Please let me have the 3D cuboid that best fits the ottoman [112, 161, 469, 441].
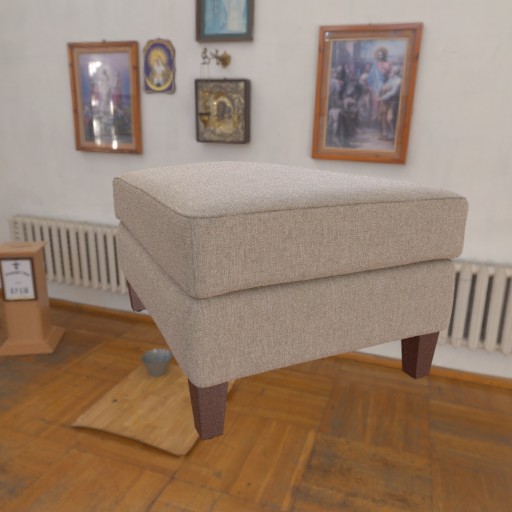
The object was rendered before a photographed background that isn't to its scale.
[{"bbox_3d":[0.000,0.000,1.282,0.677,0.519,0.898,-7,16,-24],"label":"ottoman"}]
